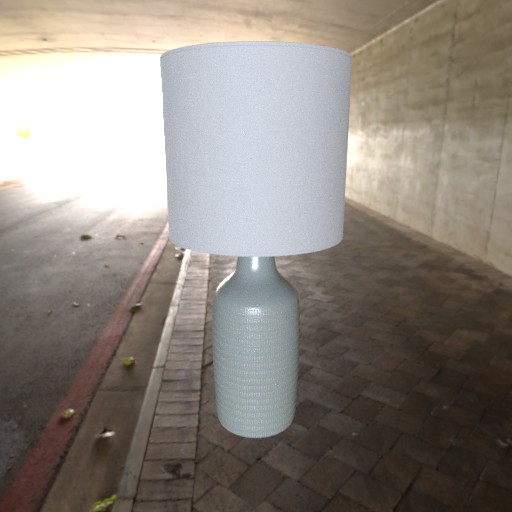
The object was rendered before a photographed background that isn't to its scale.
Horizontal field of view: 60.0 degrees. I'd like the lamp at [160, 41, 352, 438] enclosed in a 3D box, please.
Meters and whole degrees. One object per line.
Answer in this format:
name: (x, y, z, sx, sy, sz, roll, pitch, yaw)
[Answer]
lamp: (0.000, 0.000, 0.581, 0.220, 0.475, 0.220, 8, 17, 27)
